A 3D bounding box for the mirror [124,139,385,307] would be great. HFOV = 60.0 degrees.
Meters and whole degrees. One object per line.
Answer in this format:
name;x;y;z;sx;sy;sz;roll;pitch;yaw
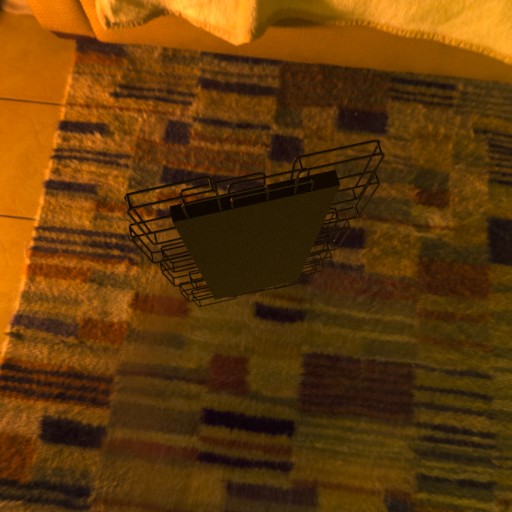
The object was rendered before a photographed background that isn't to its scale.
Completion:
mirror;0.000;0.000;1.398;0.565;1.192;0.037;-13;75;-3
